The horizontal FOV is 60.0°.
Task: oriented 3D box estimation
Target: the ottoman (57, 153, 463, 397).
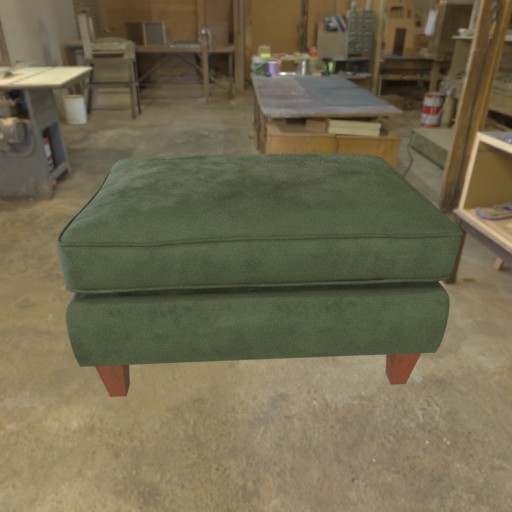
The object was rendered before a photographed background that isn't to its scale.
[{"bbox_3d":[0.000,0.000,1.254,0.864,0.495,0.632,-2,28,-3],"label":"ottoman"}]
